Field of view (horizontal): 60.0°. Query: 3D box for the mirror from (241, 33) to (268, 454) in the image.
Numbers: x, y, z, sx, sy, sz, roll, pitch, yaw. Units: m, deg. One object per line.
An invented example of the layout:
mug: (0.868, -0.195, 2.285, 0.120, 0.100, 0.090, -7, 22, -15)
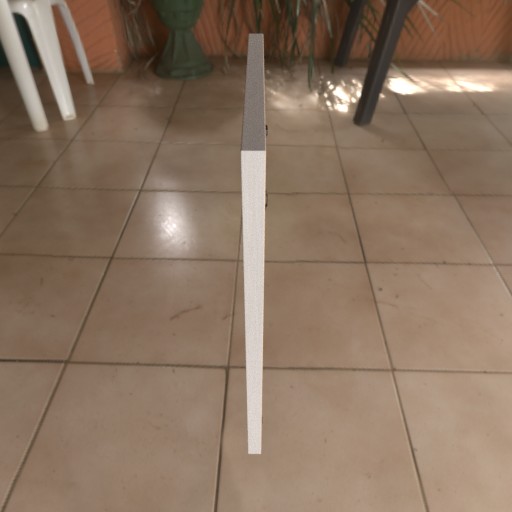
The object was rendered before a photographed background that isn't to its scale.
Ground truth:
mirror: (0.000, 0.000, 1.154, 0.040, 0.915, 0.609, 0, 41, 0)
